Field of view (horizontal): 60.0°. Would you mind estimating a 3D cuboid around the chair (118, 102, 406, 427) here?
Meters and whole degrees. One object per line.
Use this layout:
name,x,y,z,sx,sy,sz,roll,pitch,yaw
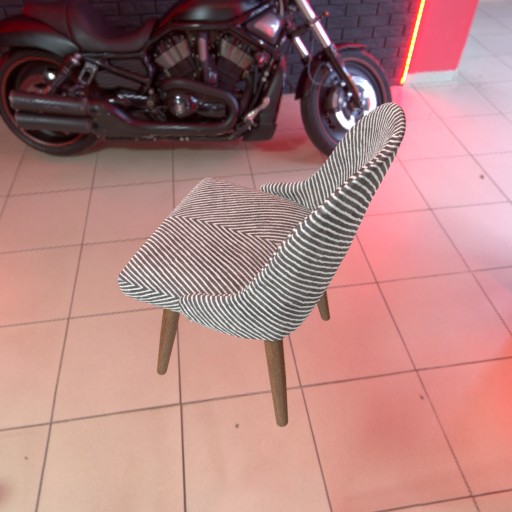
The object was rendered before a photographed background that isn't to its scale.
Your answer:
chair,0.000,0.000,1.207,0.591,0.883,0.504,18,49,16
